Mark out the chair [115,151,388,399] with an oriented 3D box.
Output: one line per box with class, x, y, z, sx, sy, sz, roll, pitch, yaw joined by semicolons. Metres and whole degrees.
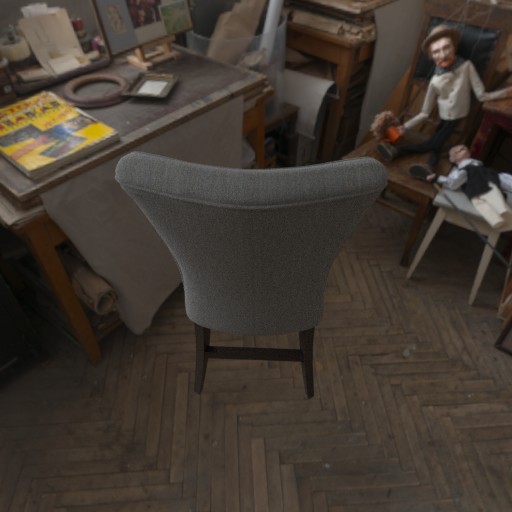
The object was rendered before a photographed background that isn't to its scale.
chair;0.000;0.000;1.349;0.520;0.991;0.660;2;45;2
